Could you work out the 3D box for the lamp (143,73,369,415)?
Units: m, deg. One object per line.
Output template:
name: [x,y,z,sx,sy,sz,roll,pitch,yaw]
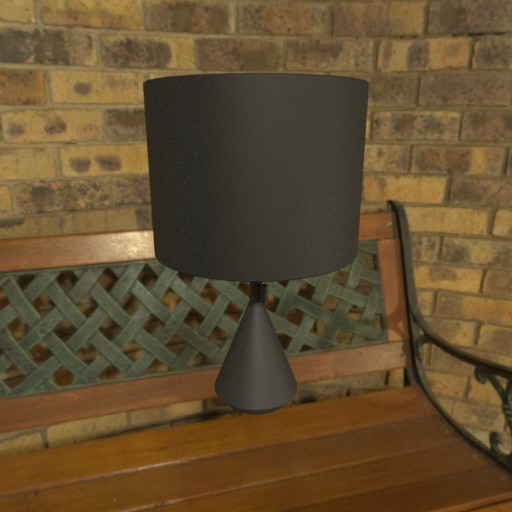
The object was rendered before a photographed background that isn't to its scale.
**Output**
lamp: [0.000,0.000,0.807,0.359,0.584,0.359,16,23,42]
